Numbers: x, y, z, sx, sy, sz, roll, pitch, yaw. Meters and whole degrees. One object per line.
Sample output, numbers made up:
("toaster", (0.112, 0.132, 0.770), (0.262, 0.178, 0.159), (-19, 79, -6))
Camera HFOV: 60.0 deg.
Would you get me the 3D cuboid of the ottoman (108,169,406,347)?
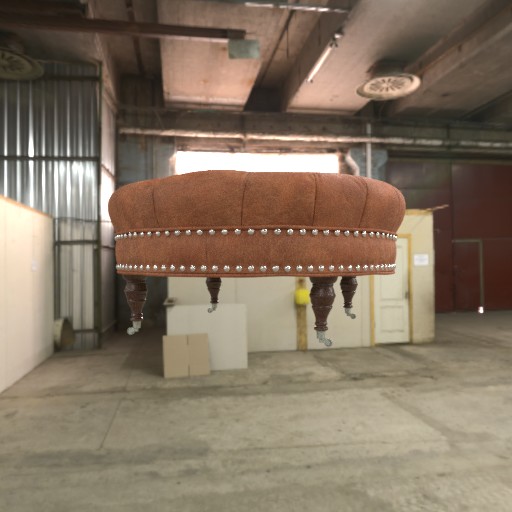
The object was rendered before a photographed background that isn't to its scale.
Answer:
("ottoman", (0.000, 0.000, 1.407), (0.901, 0.444, 0.901), (0, -1, 0))
